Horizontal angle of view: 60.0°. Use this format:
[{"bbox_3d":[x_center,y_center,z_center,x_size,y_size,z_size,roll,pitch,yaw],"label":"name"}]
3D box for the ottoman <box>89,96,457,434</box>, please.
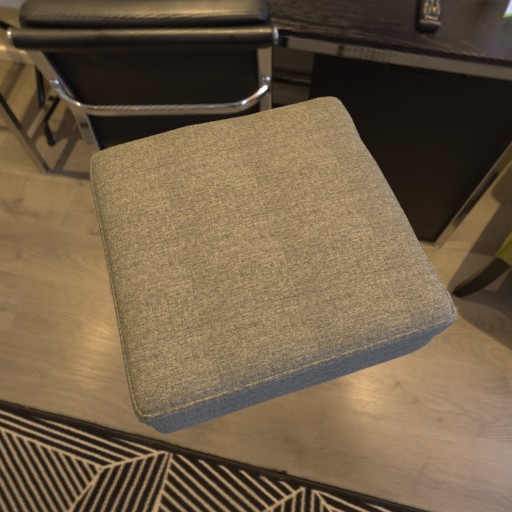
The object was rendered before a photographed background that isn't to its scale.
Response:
[{"bbox_3d":[0.000,0.000,1.389,0.838,0.481,0.838,-16,64,-8],"label":"ottoman"}]
